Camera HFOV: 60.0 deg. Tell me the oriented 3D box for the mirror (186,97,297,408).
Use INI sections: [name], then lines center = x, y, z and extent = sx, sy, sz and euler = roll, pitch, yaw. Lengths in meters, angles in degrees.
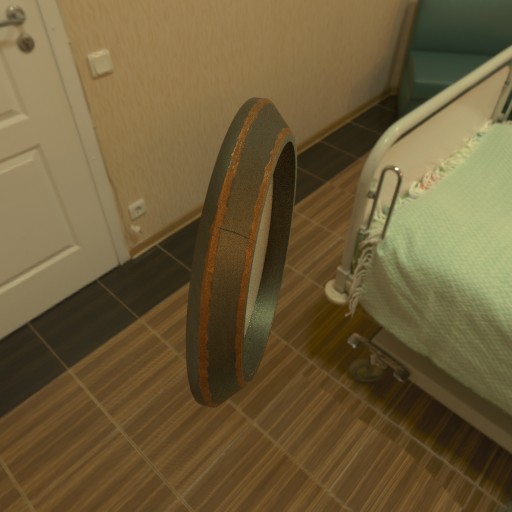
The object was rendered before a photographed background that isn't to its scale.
[mirror]
center = 0.000, 0.000, 1.354
extent = 0.111, 0.907, 0.907
euler = 10, 46, 10
